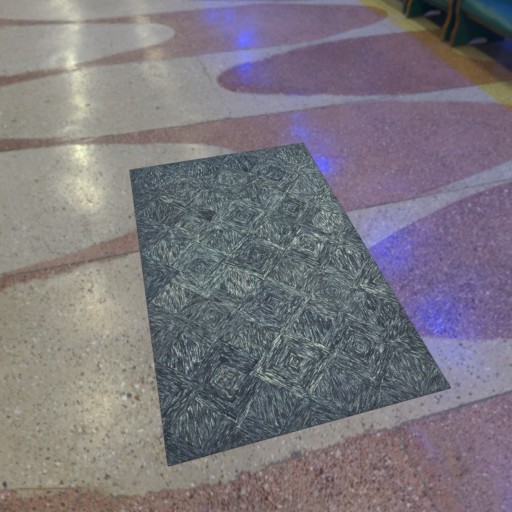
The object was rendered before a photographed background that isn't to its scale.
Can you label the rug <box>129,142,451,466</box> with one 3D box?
[{"bbox_3d":[0.000,0.000,2.936,1.478,0.017,2.330,-11,49,-10],"label":"rug"}]
